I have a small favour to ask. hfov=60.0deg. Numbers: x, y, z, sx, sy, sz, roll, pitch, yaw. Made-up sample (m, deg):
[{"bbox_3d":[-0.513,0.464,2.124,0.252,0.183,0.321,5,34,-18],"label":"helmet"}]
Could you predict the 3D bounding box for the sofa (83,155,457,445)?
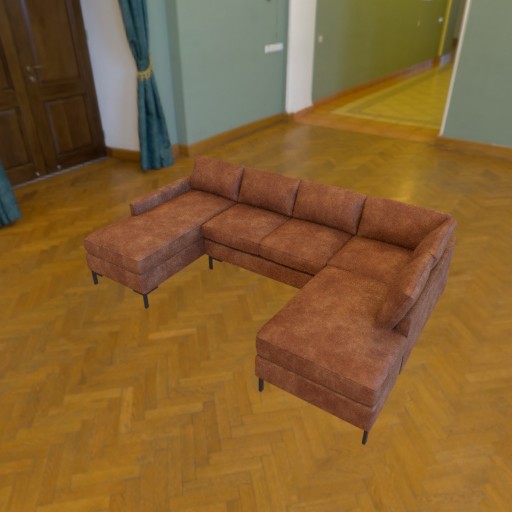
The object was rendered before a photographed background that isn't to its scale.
[{"bbox_3d":[0.000,0.000,3.933,2.956,0.900,1.939,19,36,28],"label":"sofa"}]
